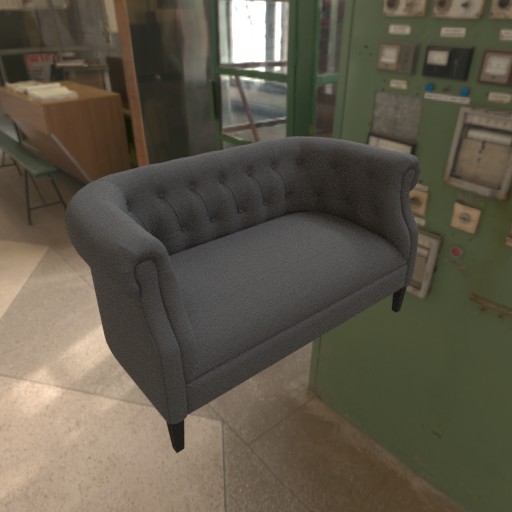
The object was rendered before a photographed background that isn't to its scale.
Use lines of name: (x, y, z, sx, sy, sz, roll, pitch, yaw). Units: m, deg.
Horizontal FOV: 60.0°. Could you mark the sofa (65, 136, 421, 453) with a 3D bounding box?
sofa: (0.000, 0.000, 2.044, 1.558, 0.827, 0.835, -22, 35, -34)
